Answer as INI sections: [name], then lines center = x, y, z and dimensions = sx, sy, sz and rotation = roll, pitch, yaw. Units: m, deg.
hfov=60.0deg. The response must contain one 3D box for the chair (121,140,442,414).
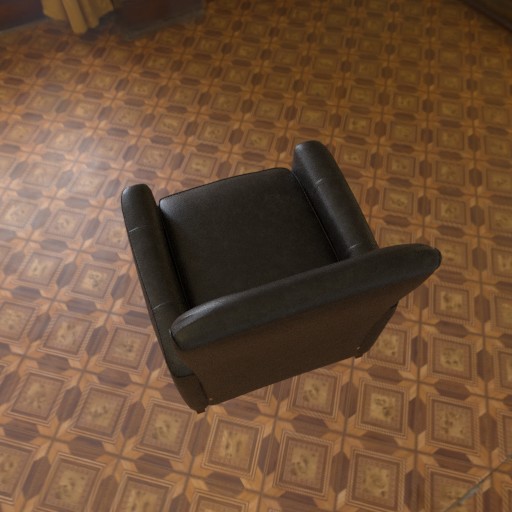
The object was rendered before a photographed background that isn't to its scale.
[chair]
center = 0.000, 0.000, 1.615
dimensions = 0.848, 1.014, 0.864
rotation = -16, 60, -10
